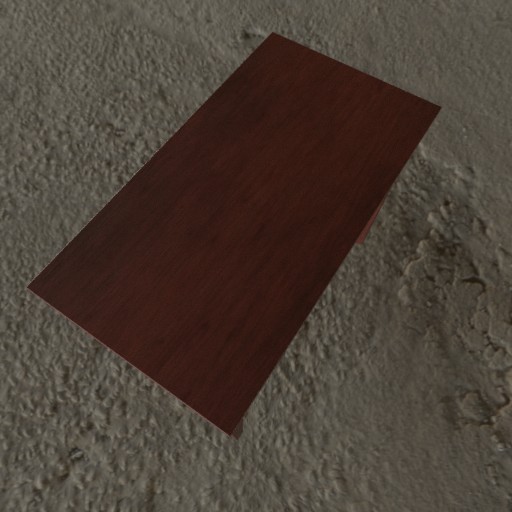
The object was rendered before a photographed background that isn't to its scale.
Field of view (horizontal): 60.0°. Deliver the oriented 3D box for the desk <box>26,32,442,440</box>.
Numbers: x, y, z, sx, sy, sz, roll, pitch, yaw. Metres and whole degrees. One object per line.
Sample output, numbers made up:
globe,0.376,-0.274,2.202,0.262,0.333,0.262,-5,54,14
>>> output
desk,0.000,0.000,1.430,0.549,0.762,1.001,31,68,14
